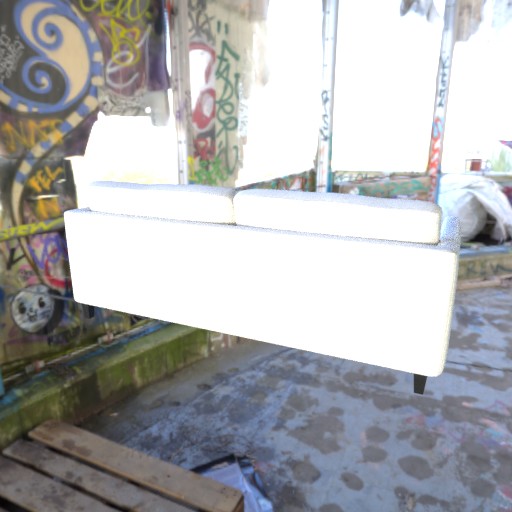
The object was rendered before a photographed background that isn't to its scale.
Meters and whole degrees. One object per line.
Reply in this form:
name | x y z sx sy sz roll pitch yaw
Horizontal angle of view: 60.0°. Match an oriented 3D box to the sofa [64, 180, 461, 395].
sofa | 0.000 0.000 2.937 2.434 0.965 0.948 7 17 24
